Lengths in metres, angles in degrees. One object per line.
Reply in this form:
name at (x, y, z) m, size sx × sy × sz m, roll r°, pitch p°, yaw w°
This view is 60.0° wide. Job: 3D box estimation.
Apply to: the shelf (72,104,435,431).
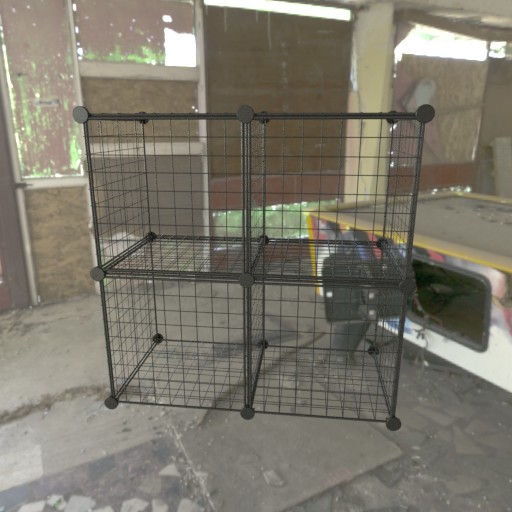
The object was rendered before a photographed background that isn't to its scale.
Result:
shelf at (0.000, 0.000, 1.127) m, size 0.711 × 0.711 × 0.356 m, roll 2°, pitch 16°, yaw 7°
